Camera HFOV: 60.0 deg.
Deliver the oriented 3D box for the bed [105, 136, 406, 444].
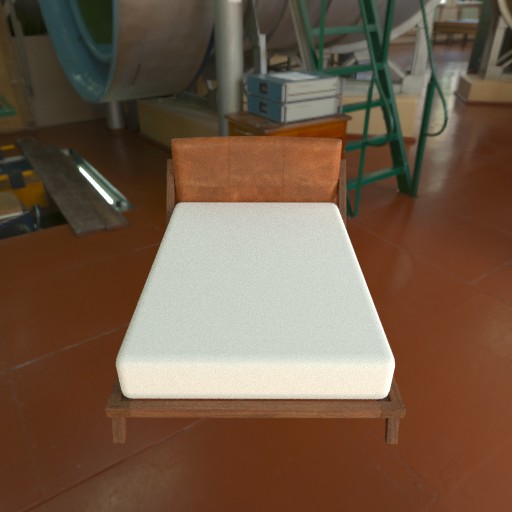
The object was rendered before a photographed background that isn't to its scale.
[{"bbox_3d":[0.000,0.000,3.275,1.651,1.168,2.311,0,31,0],"label":"bed"}]
